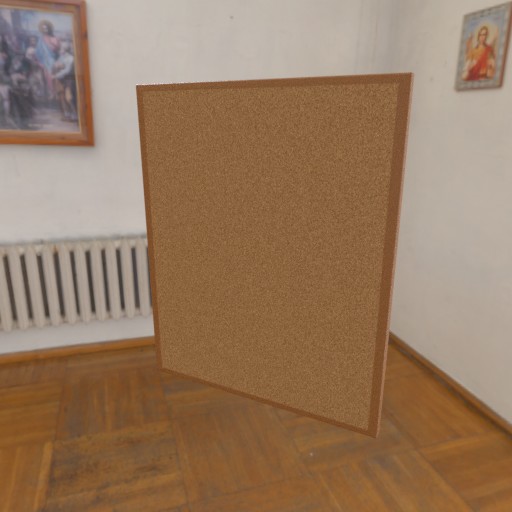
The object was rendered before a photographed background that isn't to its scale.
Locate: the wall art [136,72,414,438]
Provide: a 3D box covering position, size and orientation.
[{"bbox_3d":[0.000,0.000,0.747,0.452,0.553,0.022,9,19,26],"label":"wall art"}]
